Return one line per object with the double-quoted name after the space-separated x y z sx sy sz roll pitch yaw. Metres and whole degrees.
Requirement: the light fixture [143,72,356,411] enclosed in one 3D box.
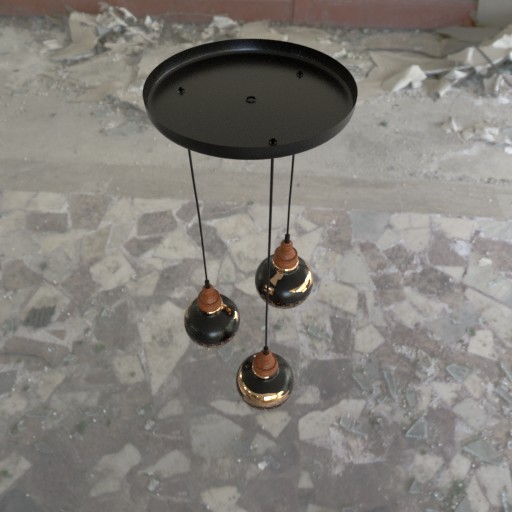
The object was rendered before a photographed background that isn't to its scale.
0.000 0.000 1.704 0.608 1.410 0.605 33 56 25 "light fixture"
